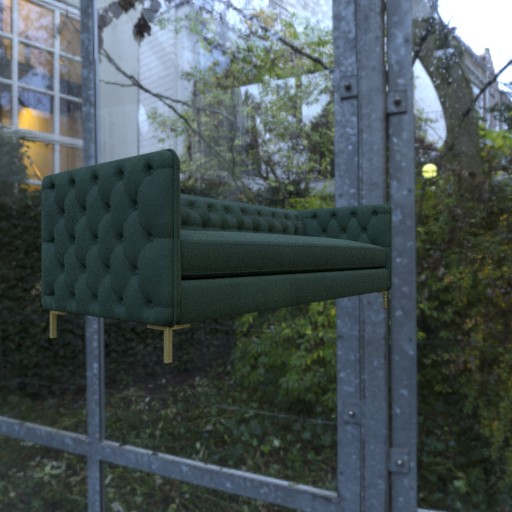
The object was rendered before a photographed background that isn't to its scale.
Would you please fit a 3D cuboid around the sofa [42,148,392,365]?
[{"bbox_3d":[0.000,0.000,2.654,0.895,0.771,2.209,0,0,37],"label":"sofa"}]
